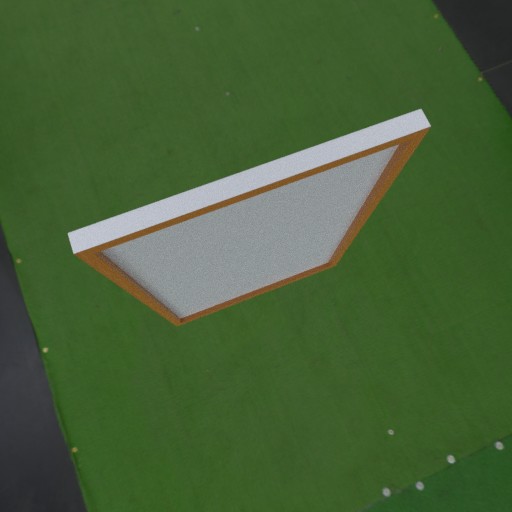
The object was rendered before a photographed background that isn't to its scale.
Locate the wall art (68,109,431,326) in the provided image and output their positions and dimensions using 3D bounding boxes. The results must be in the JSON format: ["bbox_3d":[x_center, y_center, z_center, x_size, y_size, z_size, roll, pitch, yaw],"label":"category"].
[{"bbox_3d":[0.000,0.000,1.149,0.610,0.916,0.037,-20,75,-6],"label":"wall art"}]
